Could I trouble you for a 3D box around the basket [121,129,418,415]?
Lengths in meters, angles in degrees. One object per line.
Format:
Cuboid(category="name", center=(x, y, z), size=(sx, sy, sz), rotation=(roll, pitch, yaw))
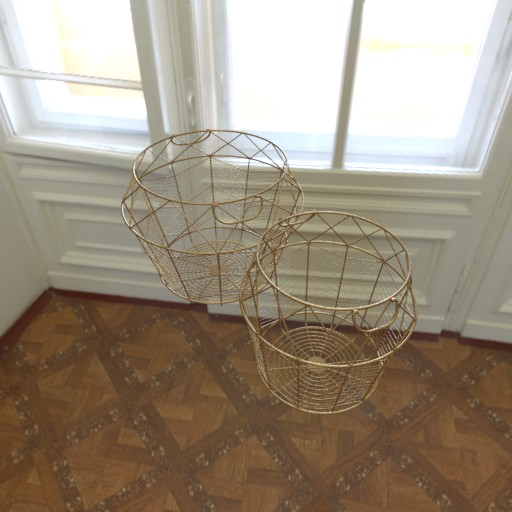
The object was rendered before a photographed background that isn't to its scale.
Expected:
Cuboid(category="basket", center=(0.000, 0.000, 1.045), size=(0.451, 0.343, 0.805), rotation=(-25, 46, -27))
